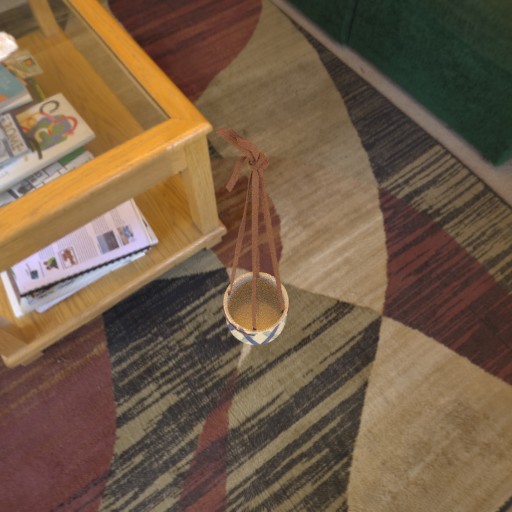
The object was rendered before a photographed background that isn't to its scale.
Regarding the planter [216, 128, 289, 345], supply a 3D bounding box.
[{"bbox_3d":[0.000,0.000,0.822,0.153,0.753,0.157,33,68,15],"label":"planter"}]
